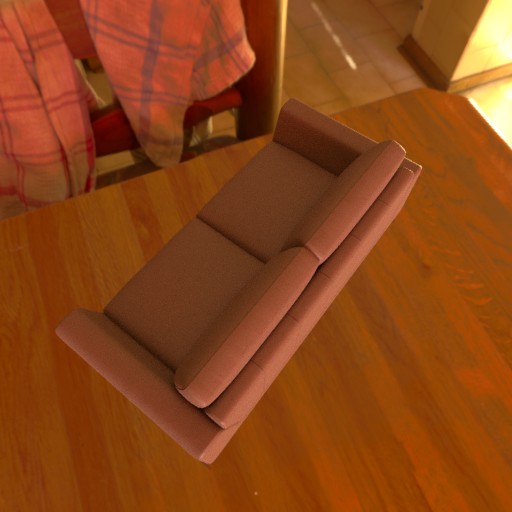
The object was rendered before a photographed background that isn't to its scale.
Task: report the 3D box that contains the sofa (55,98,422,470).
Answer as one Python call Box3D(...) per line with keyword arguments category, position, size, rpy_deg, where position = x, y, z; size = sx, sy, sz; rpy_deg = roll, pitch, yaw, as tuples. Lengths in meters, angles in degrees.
Box3D(category="sofa", position=(0.000, 0.000, 2.525), size=(0.953, 0.875, 2.017), rpy_deg=(34, 67, 17))
